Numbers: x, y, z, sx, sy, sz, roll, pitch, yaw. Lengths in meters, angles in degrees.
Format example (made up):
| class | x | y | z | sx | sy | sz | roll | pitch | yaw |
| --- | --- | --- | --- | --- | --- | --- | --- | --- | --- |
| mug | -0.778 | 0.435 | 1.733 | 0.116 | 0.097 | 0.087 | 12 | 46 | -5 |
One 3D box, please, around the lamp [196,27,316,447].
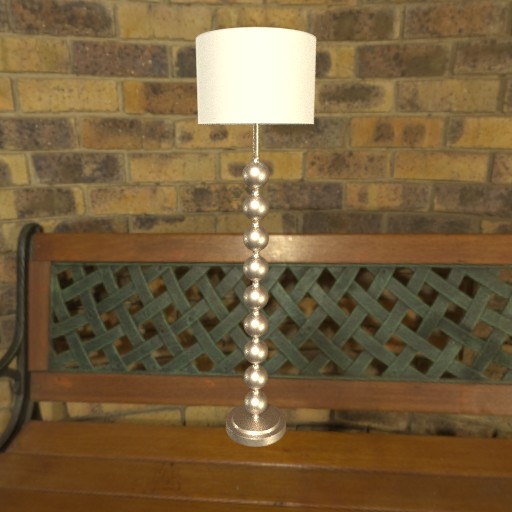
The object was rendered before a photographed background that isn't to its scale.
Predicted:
| class | x | y | z | sx | sy | sz | roll | pitch | yaw |
| --- | --- | --- | --- | --- | --- | --- | --- | --- | --- |
| lamp | 0.000 | 0.000 | 1.646 | 0.394 | 1.474 | 0.394 | -8 | 18 | -26 |
